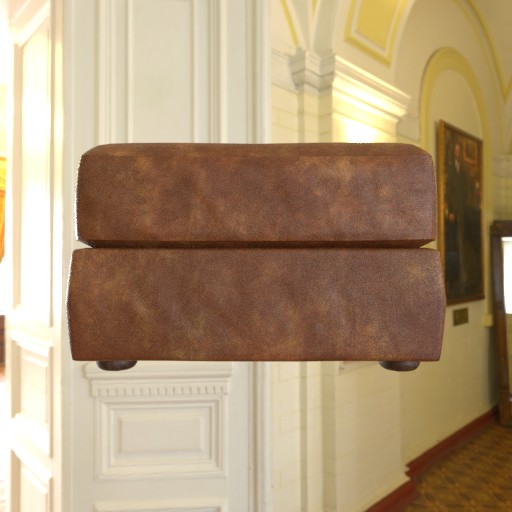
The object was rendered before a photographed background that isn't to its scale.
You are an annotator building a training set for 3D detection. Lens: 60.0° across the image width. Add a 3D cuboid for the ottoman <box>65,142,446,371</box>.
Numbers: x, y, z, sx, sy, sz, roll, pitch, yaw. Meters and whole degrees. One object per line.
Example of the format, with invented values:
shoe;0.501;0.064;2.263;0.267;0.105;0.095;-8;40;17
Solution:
ottoman;0.000;0.000;1.137;0.751;0.476;0.603;0;-1;0
